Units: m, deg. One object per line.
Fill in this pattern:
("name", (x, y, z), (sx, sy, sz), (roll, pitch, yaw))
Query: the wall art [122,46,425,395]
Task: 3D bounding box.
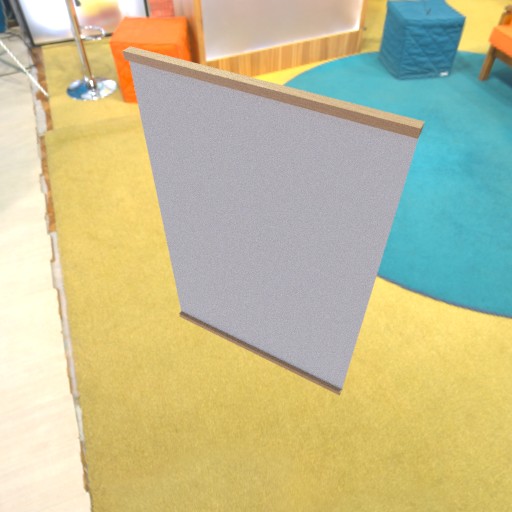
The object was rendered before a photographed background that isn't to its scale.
("wall art", (0.000, 0.000, 0.755), (0.401, 0.611, 0.016), (22, 51, 19))
